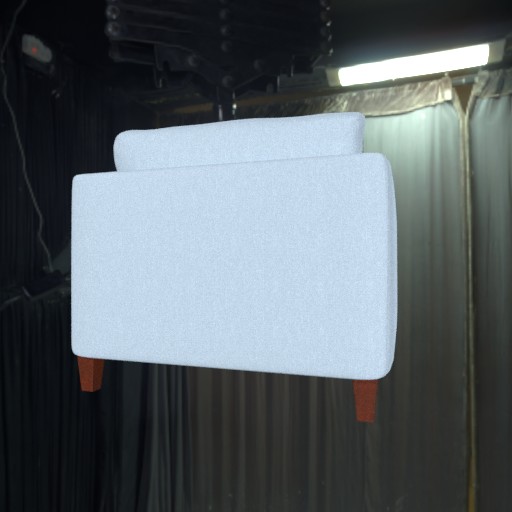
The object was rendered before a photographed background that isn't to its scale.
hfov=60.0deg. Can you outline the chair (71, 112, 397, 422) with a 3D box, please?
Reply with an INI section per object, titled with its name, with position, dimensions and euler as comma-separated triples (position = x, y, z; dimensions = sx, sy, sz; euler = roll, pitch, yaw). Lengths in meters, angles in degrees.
[chair]
position = 0.000, 0.000, 1.830
dimensions = 1.107, 0.961, 0.953
euler = 0, -1, 18
